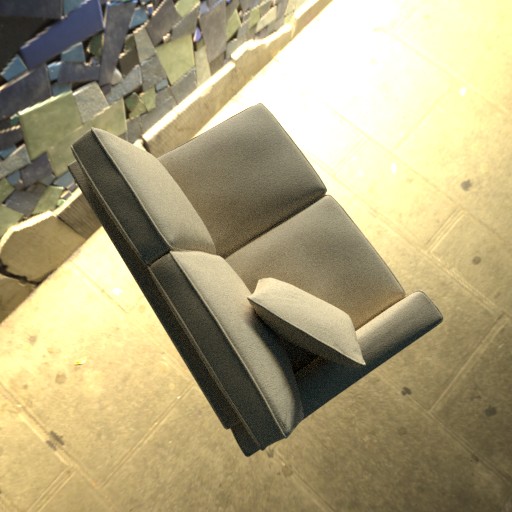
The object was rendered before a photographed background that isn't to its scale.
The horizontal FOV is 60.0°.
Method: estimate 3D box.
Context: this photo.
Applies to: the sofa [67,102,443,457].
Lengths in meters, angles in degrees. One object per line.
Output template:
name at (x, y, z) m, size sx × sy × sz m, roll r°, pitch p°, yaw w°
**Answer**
sofa at (0.000, 0.000, 2.050) m, size 0.991 × 0.989 × 1.388 m, roll -33°, pitch 76°, yaw -9°
